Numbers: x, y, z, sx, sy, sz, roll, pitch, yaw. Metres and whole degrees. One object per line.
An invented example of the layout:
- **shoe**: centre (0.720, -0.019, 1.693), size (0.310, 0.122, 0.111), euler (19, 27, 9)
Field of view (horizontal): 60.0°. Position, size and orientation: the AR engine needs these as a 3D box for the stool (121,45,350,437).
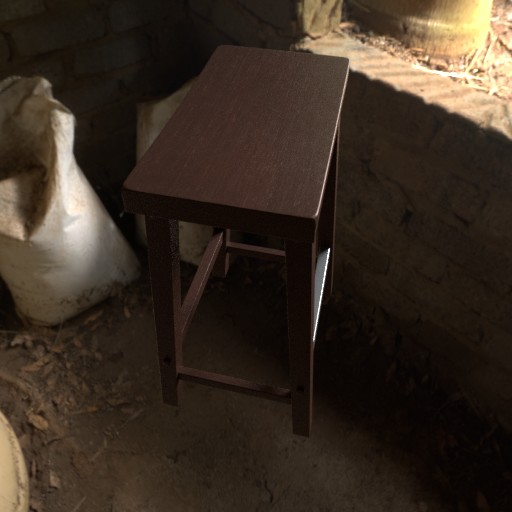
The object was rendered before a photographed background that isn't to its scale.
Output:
- **stool**: centre (0.000, 0.000, 0.850), size (0.322, 0.610, 0.406), euler (10, 49, 9)
